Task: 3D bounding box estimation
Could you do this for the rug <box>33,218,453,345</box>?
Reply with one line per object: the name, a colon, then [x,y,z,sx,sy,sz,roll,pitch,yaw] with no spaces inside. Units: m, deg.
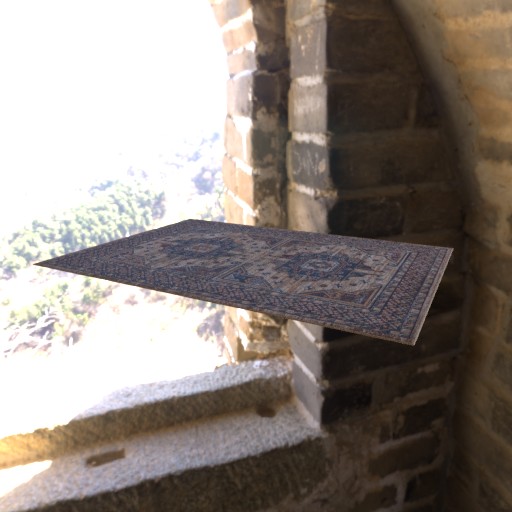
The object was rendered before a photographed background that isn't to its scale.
rug: [0.000,0.000,2.878,2.227,0.008,1.611,8,18,27]
